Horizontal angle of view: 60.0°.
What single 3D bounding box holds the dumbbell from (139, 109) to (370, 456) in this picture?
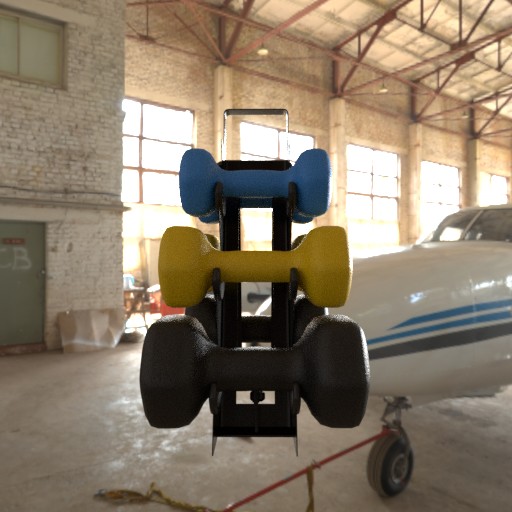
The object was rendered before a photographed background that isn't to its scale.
[{"bbox_3d":[0.000,0.000,0.654,0.255,0.426,0.409,0,0,0],"label":"dumbbell"}]
